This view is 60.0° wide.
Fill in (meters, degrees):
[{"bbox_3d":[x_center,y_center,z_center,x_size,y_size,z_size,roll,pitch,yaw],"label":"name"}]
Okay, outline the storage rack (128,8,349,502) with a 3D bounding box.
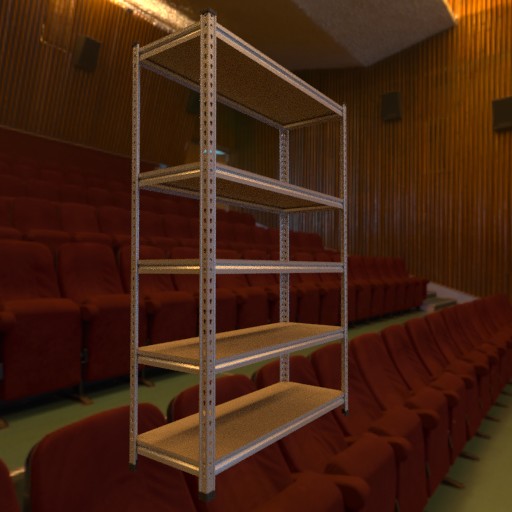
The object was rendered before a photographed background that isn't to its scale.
[{"bbox_3d":[0.000,0.000,2.259,0.457,1.829,1.219,-1,-2,36],"label":"storage rack"}]
